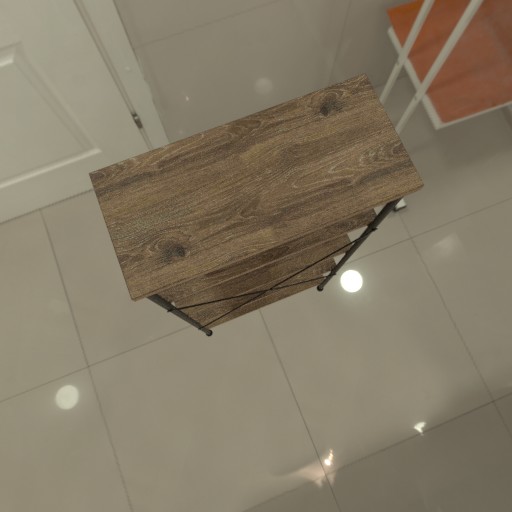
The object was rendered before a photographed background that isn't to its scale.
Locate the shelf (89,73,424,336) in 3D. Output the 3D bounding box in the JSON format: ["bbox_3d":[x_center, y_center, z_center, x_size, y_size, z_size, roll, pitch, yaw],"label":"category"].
[{"bbox_3d":[0.000,0.000,1.982,0.800,1.700,0.360,-21,77,-5],"label":"shelf"}]
